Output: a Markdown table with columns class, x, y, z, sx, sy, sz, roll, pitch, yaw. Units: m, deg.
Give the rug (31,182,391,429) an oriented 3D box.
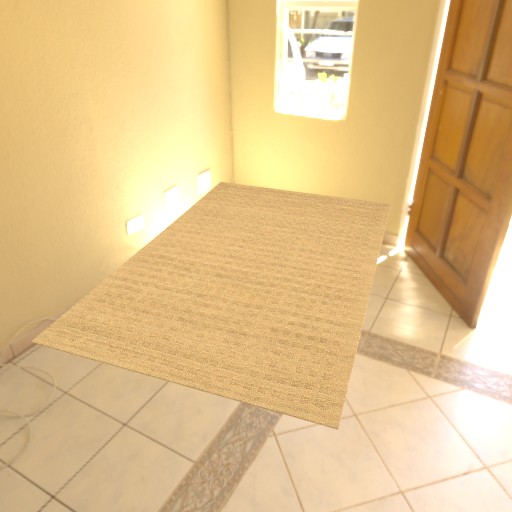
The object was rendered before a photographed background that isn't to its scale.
| class | x | y | z | sx | sy | sz | roll | pitch | yaw |
| --- | --- | --- | --- | --- | --- | --- | --- | --- | --- |
| rug | 0.000 | 0.000 | 2.188 | 1.142 | 0.006 | 1.752 | 10 | 32 | 17 |
